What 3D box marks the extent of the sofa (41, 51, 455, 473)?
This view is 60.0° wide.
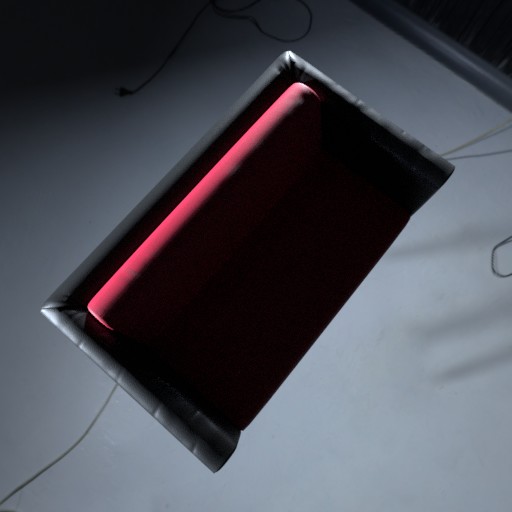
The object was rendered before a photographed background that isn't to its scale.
[{"bbox_3d":[0.000,0.000,1.911,0.845,0.735,1.410,39,79,9],"label":"sofa"}]
